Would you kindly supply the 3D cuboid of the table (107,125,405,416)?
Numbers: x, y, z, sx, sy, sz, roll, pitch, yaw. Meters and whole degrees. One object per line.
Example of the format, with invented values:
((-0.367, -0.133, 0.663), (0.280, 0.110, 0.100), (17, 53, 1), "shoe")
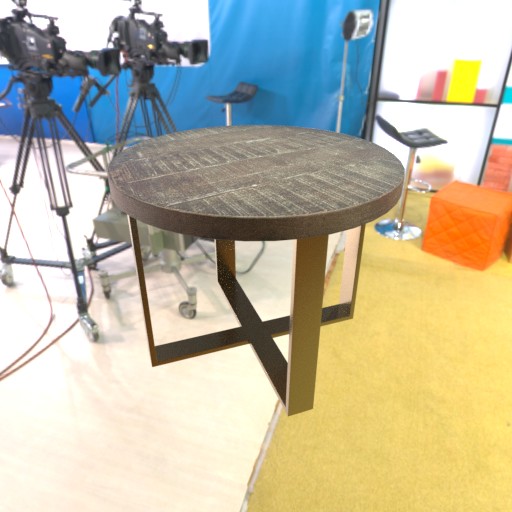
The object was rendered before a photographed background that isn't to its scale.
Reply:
((0.000, 0.000, 0.970), (0.557, 0.437, 0.557), (0, 29, 0), "table")
